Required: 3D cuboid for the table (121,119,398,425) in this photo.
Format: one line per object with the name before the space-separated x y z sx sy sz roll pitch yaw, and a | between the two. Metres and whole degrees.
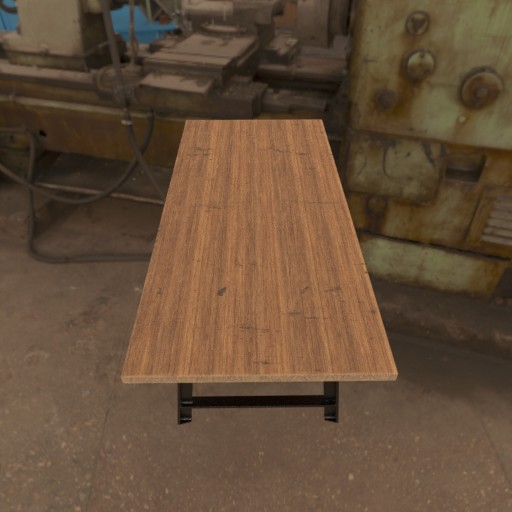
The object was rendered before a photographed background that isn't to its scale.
table | 0.000 0.000 2.673 1.000 0.757 2.200 0 41 -1
